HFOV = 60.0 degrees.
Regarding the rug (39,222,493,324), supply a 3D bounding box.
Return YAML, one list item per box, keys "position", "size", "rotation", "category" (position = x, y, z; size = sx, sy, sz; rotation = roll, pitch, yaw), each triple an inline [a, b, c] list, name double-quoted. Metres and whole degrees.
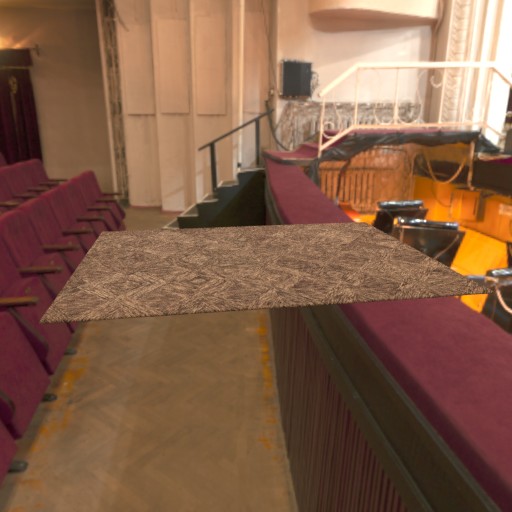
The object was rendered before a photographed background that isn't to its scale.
- position: [0.000, 0.000, 4.199]
  size: [3.204, 0.017, 2.448]
  rotation: [-3, 17, -9]
  category: "rug"
